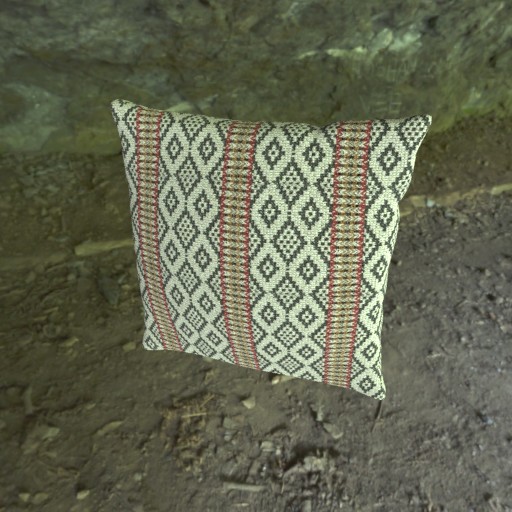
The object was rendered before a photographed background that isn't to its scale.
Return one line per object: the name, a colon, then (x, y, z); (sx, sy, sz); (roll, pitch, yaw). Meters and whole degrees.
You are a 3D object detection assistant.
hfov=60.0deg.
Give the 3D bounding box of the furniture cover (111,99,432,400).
furniture cover: (0.000, 0.000, 0.779); (0.503, 0.506, 0.182); (8, 27, 16)
